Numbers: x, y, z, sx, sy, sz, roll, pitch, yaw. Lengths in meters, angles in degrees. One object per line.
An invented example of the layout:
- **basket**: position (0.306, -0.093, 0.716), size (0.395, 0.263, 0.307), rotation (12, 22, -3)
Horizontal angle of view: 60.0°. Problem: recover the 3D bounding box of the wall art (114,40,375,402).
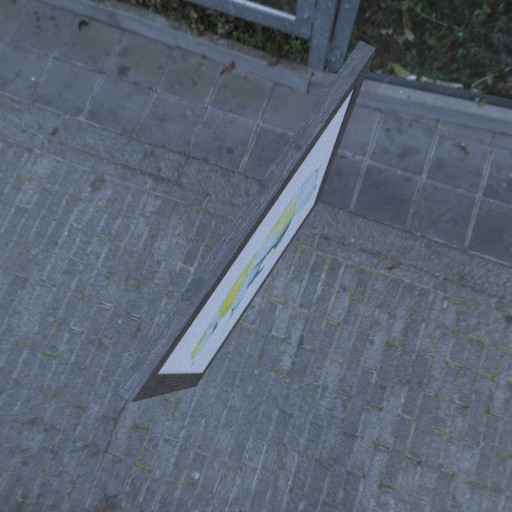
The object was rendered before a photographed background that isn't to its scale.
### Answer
- **wall art**: position (0.000, 0.000, 0.683), size (0.027, 0.459, 0.462), rotation (32, 78, 8)
